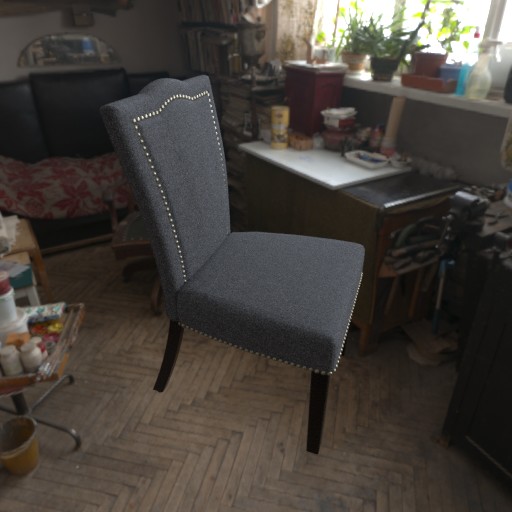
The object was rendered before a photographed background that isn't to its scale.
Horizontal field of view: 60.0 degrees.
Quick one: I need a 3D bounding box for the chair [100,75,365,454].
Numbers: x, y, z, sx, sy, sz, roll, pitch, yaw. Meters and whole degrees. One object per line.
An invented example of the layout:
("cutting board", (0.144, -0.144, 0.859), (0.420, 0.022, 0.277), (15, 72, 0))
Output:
("chair", (0.000, 0.000, 1.295), (0.589, 0.946, 0.518), (10, 31, 17))
